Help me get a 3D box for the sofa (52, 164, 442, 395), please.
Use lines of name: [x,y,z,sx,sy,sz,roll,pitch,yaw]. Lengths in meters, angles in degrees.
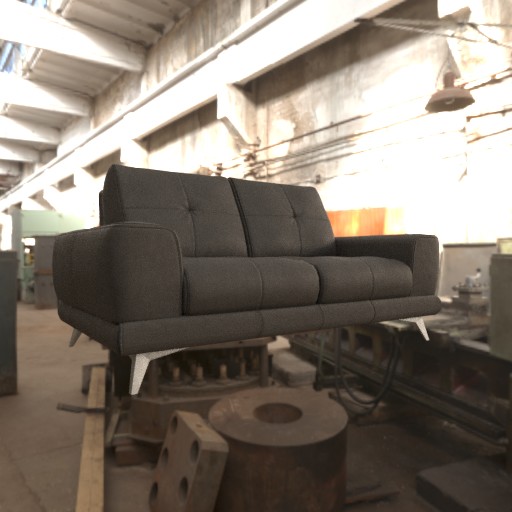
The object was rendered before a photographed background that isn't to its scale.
sofa: [0.000,0.000,2.297,1.806,0.907,1.018,0,0,-35]
